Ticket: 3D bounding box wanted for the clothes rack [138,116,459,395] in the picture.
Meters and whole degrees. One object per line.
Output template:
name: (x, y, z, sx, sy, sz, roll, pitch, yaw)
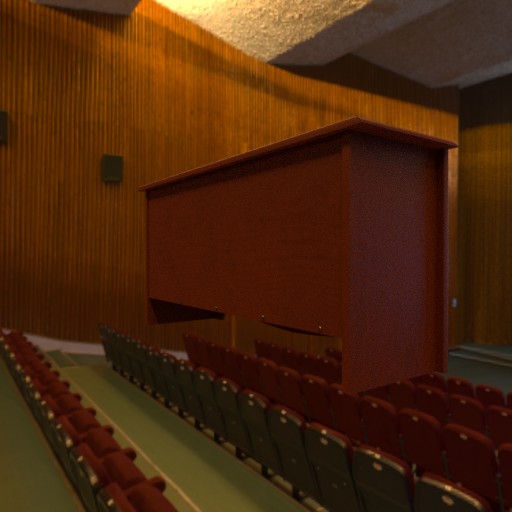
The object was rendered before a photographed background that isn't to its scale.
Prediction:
clothes rack: (0.000, 0.000, 1.525, 0.362, 0.594, 1.251, 0, 1, -36)
